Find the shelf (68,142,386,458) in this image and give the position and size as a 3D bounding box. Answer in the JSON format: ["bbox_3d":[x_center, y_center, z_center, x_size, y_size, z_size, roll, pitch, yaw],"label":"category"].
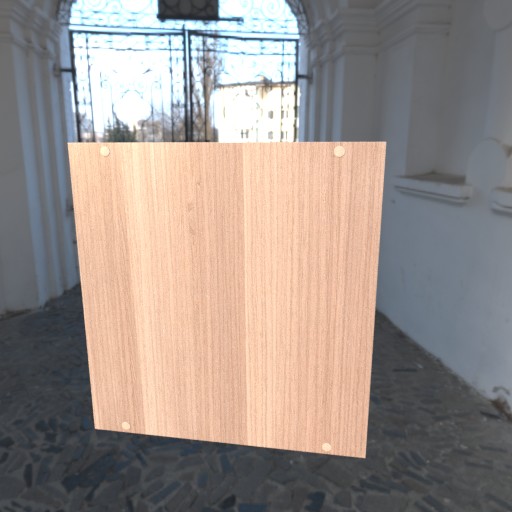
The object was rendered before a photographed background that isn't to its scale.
[{"bbox_3d":[0.000,0.000,0.627,0.290,0.305,0.415,2,14,9],"label":"shelf"}]
